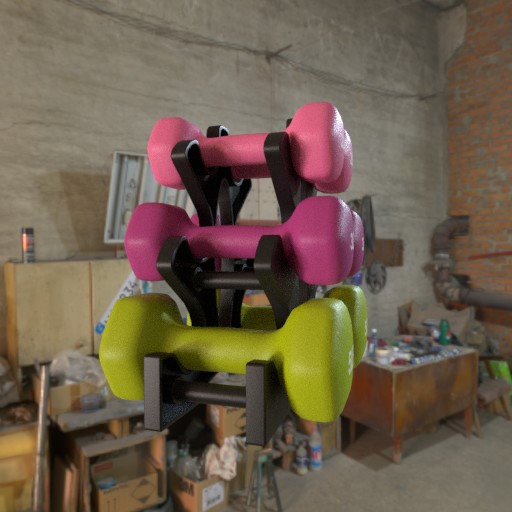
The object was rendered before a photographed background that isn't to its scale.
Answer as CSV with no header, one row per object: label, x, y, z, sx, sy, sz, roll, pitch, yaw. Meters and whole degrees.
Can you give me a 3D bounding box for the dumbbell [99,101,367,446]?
dumbbell,0.000,0.000,0.439,0.203,0.261,0.257,0,0,18
